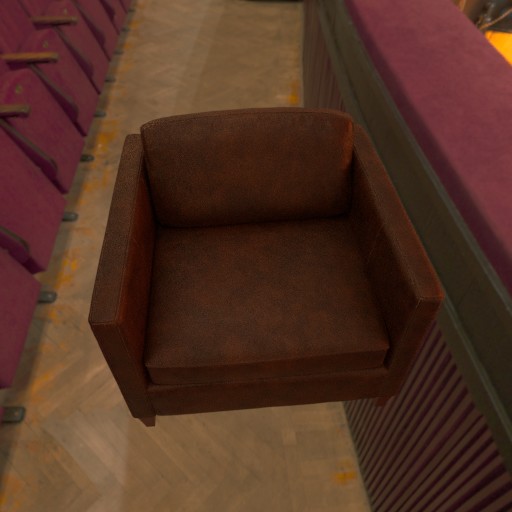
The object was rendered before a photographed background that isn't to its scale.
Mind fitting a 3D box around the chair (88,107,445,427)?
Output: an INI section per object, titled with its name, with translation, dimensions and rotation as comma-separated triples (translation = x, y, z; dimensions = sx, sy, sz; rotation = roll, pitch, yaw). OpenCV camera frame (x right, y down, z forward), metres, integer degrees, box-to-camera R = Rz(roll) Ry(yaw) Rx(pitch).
[chair]
translation = 0.000, 0.000, 1.709
dimensions = 0.990, 0.864, 0.975
rotation = -4, 46, -4
